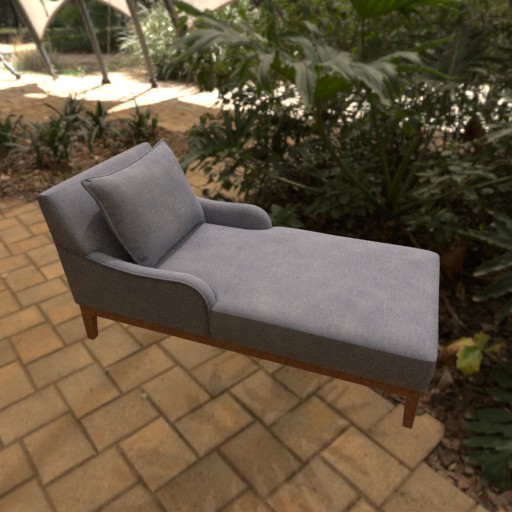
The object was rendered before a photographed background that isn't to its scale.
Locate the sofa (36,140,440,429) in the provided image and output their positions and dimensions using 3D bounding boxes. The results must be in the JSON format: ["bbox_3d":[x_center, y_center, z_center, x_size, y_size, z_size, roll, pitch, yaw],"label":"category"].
[{"bbox_3d":[0.000,0.000,2.257,1.779,0.883,0.904,11,32,17],"label":"sofa"}]
